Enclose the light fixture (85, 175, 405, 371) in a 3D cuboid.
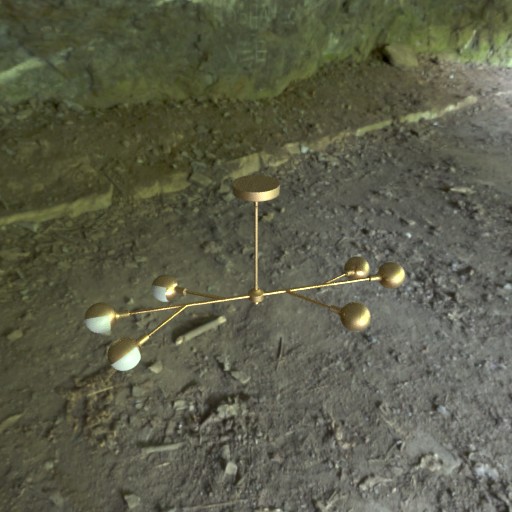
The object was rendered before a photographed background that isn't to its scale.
[{"bbox_3d":[0.000,0.000,1.038,0.778,0.362,0.434,1,31,2],"label":"light fixture"}]
